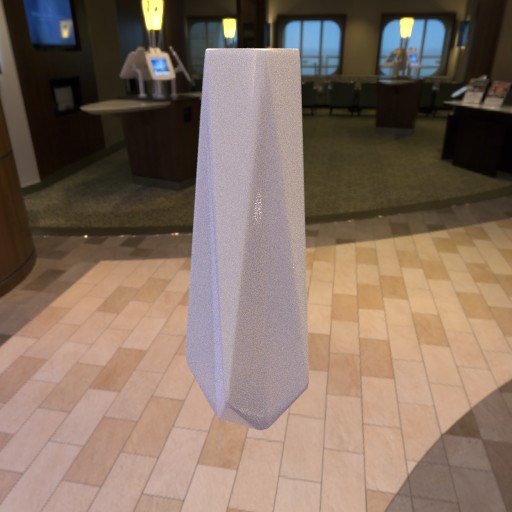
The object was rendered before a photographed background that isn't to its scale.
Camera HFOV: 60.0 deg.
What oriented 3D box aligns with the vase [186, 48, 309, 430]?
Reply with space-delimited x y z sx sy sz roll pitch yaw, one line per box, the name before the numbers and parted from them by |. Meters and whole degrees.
vase | 0.000 0.000 0.389 0.116 0.329 0.122 -17 30 -32
